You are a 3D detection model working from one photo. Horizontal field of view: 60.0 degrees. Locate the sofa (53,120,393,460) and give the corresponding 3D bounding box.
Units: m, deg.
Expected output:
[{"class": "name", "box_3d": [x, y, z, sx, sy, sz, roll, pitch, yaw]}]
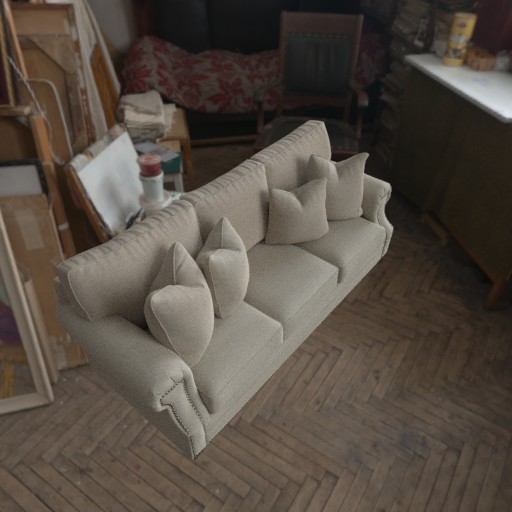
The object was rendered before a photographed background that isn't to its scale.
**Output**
[{"class": "sofa", "box_3d": [0.000, 0.000, 2.847, 0.965, 0.975, 2.312, 28, 48, 29]}]
